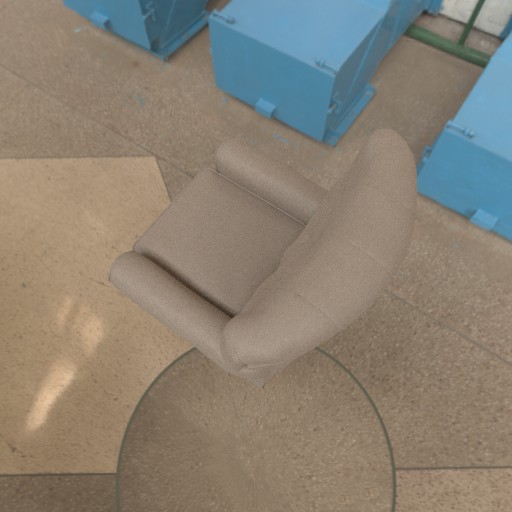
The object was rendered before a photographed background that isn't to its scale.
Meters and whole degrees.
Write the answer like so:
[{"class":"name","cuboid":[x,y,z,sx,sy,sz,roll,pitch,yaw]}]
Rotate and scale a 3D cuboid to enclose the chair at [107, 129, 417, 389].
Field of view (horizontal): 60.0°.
[{"class":"chair","cuboid":[0.000,0.000,1.934,1.041,1.138,0.999,33,69,14]}]
